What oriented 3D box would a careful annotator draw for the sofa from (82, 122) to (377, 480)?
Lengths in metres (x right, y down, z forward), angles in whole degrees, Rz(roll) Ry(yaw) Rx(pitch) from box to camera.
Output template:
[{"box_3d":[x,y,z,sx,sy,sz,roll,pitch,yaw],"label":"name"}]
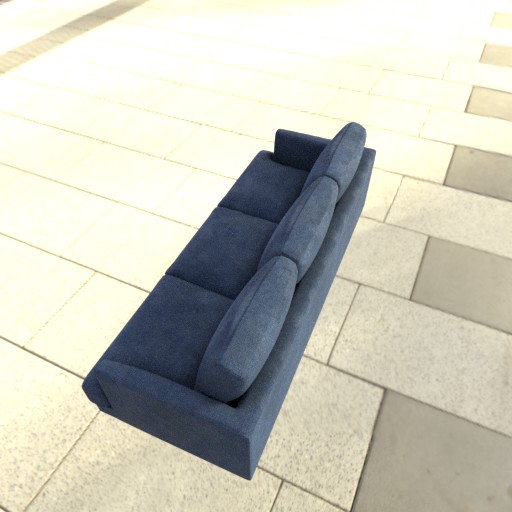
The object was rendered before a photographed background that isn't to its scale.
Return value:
[{"box_3d":[0.000,0.000,2.693,0.903,0.930,2.246,17,49,16],"label":"sofa"}]
